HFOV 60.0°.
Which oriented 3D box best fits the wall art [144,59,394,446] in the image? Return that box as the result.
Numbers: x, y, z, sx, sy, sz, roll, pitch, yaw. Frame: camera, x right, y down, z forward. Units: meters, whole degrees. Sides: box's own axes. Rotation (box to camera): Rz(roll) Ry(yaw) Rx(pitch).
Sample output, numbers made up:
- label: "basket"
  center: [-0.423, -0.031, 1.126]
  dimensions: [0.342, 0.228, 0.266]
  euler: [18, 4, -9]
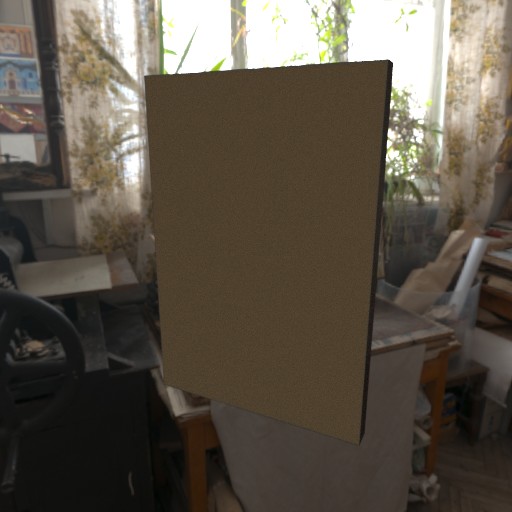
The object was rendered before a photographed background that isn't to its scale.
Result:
- label: "wall art"
  center: [0.000, 0.000, 0.586]
  dimensions: [0.313, 0.457, 0.031]
  euler: [8, 18, 26]
